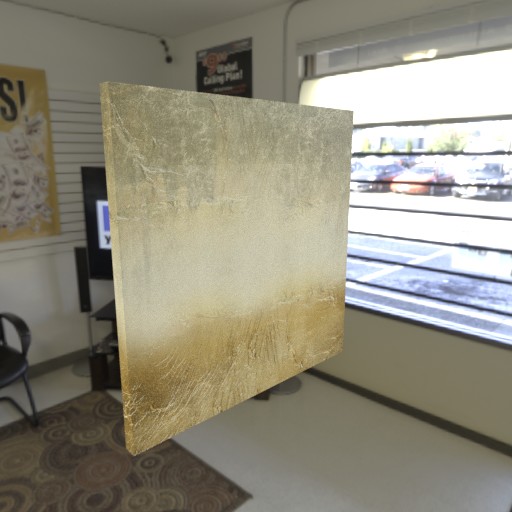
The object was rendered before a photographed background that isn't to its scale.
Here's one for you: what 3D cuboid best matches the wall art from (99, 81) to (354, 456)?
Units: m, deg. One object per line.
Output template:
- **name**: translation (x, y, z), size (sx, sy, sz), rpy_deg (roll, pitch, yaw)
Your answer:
- **wall art**: translation (0.000, 0.000, 1.636), size (1.092, 1.091, 0.051), rpy_deg (-12, 17, -42)
